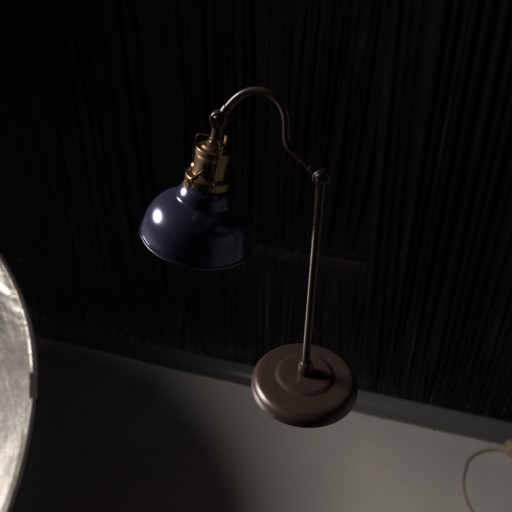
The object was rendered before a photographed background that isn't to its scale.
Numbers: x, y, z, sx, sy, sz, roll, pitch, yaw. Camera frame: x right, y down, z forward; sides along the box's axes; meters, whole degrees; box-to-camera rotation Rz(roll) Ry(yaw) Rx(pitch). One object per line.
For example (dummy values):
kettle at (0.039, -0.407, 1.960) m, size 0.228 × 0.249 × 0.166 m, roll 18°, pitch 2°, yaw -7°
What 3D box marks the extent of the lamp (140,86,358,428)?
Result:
lamp at (0.000, 0.000, 0.704) m, size 0.374 × 0.508 × 0.192 m, roll 8°, pitch 31°, yaw 14°
